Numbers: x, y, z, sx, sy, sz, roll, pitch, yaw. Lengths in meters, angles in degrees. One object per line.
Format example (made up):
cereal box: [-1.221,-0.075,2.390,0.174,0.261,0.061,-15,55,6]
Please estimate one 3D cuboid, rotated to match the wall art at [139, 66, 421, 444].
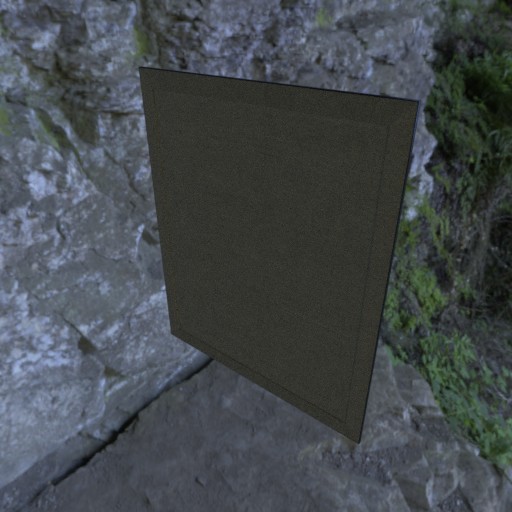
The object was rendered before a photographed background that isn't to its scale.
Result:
wall art: [0.000,0.000,0.610,0.381,0.457,0.023,21,36,32]
